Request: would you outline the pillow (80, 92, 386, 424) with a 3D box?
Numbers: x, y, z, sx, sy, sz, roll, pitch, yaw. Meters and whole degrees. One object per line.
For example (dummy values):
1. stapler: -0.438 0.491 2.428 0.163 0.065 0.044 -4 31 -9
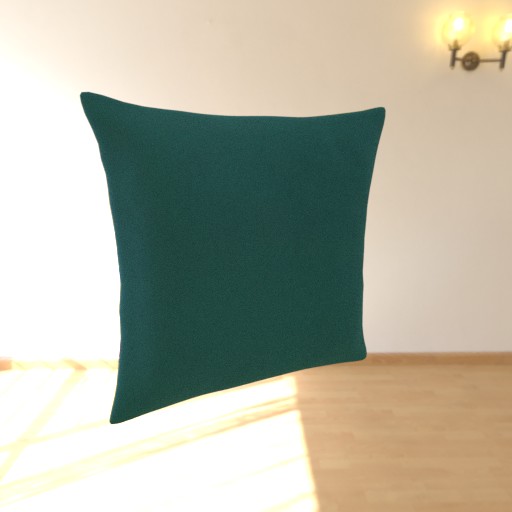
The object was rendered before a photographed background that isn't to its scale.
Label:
1. pillow: 0.000 0.000 0.764 0.525 0.508 0.166 -7 16 -26
